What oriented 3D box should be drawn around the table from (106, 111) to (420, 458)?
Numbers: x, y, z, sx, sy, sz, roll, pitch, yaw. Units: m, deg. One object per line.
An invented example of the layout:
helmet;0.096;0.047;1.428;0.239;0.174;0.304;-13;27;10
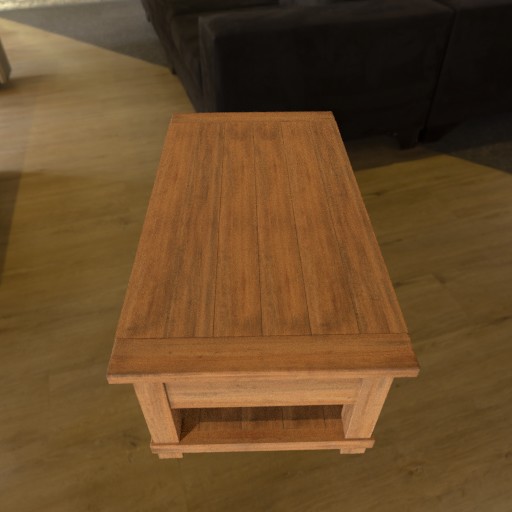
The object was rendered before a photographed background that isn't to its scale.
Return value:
table;0.000;0.000;1.584;0.693;0.494;1.270;-1;43;-1
